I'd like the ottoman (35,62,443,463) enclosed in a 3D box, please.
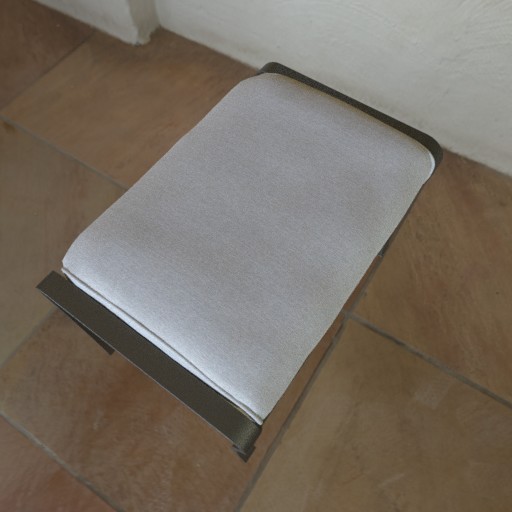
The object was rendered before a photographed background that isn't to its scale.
[{"bbox_3d":[0.000,0.000,0.871,0.406,0.422,0.610,32,67,16],"label":"ottoman"}]
